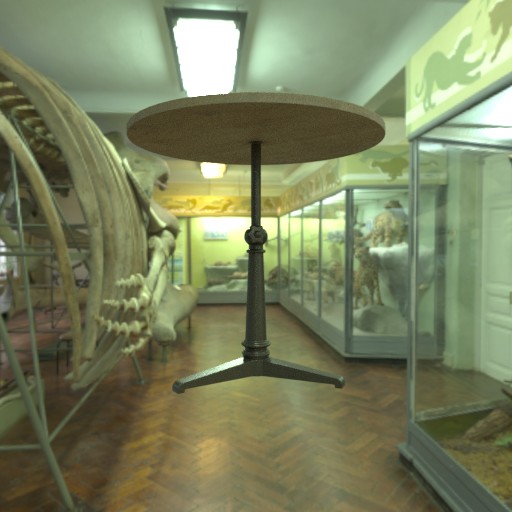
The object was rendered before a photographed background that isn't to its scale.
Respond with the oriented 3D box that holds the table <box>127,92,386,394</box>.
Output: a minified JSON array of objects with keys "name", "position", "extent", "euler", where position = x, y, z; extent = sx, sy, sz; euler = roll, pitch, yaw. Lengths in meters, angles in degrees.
[{"name":"table","position":[0.000,0.000,1.435],"extent":[0.800,0.780,0.800],"euler":[0,1,0]}]
